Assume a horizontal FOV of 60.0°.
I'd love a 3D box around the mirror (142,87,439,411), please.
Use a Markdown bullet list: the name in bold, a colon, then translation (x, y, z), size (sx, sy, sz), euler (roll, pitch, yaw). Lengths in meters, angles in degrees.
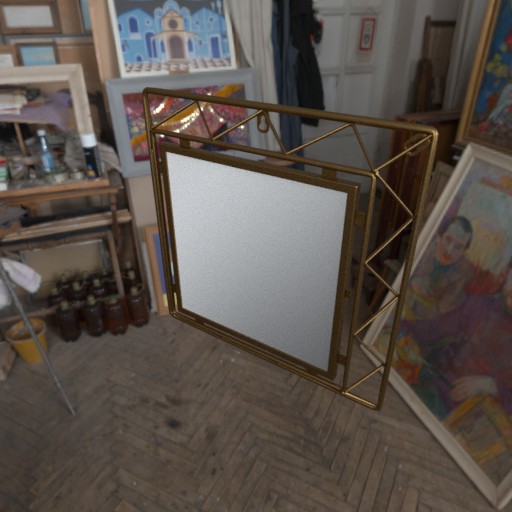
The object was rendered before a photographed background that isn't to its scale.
- **mirror**: translation (0.000, 0.000, 0.629), size (0.416, 0.414, 0.046), euler (19, 35, 28)
